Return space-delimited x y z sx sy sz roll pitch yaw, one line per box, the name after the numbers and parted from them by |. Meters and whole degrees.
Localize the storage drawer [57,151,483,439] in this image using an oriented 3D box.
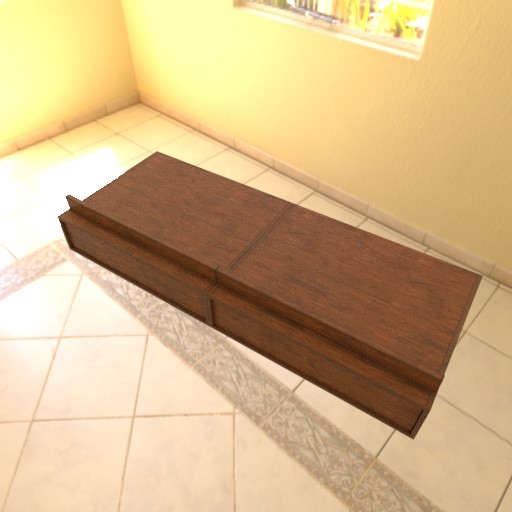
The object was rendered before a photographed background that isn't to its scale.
0.000 0.000 2.174 1.914 0.339 0.774 24 49 23 | storage drawer
